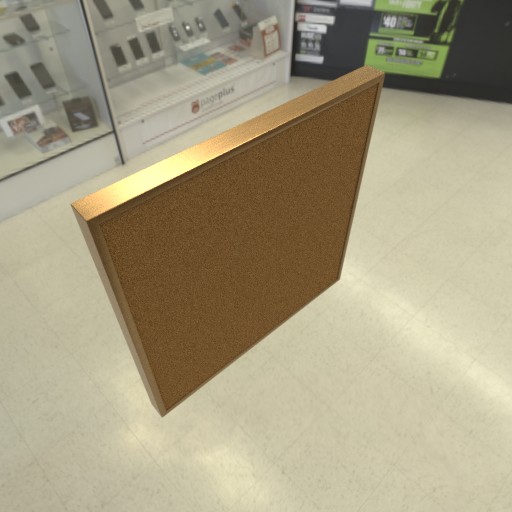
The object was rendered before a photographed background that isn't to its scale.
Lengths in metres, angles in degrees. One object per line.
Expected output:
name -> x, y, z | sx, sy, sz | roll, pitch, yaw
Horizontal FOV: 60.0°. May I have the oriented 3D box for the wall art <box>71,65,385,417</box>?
wall art -> 0.000, 0.000, 0.769 | 0.505, 0.505, 0.037 | -33, 56, -27
